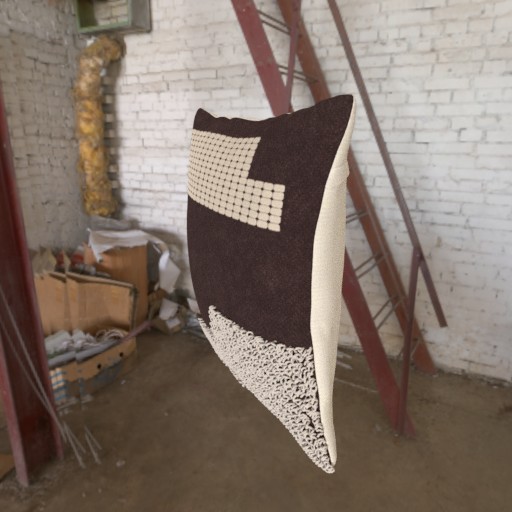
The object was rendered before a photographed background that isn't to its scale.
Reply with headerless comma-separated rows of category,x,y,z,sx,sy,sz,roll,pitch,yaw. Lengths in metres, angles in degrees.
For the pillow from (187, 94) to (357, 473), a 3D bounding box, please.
pillow,0.000,0.000,0.716,0.178,0.473,0.475,-7,18,-25
